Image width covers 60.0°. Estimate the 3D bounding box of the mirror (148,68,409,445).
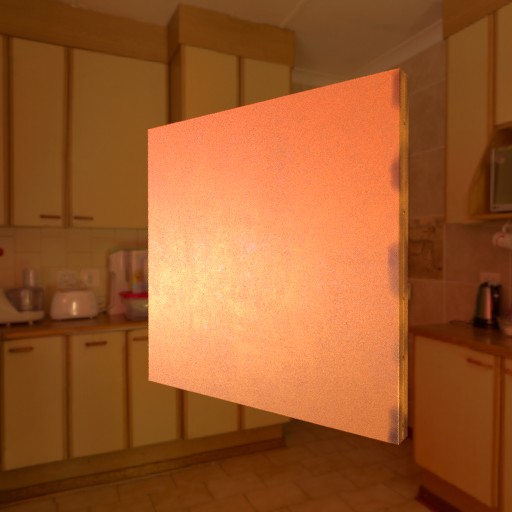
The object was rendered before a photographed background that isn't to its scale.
[{"bbox_3d":[0.000,0.000,0.762,0.509,0.507,0.042,0,1,36],"label":"mirror"}]
